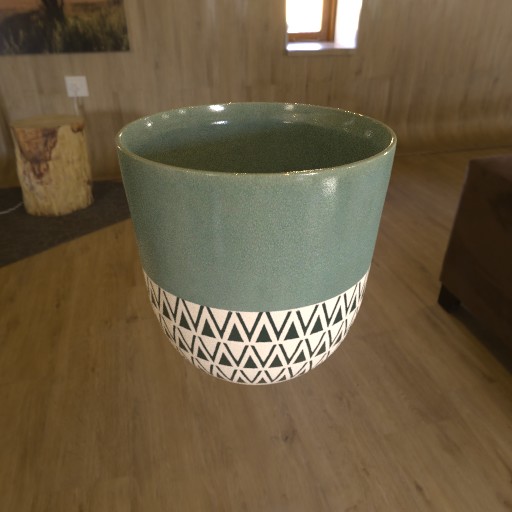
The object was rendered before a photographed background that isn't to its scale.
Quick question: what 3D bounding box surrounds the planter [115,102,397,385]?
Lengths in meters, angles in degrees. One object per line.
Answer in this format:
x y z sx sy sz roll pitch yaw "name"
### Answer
0.000 0.000 0.376 0.198 0.214 0.198 0 30 0 "planter"
